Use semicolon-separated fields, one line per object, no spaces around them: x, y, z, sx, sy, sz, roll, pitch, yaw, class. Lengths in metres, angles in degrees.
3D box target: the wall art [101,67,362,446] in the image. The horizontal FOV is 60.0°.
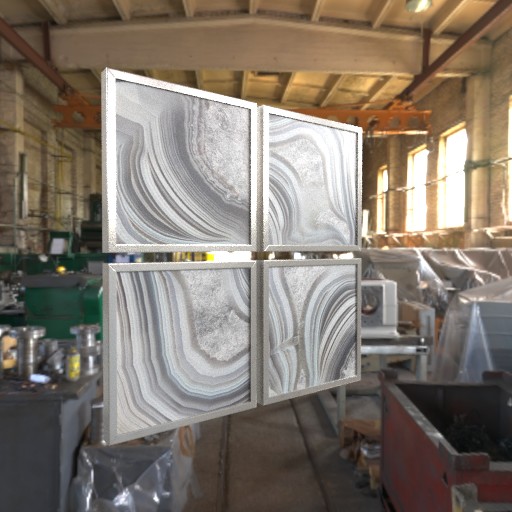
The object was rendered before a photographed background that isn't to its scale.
0.000;0.000;0.906;0.611;0.611;0.029;-1;1;-36;wall art
